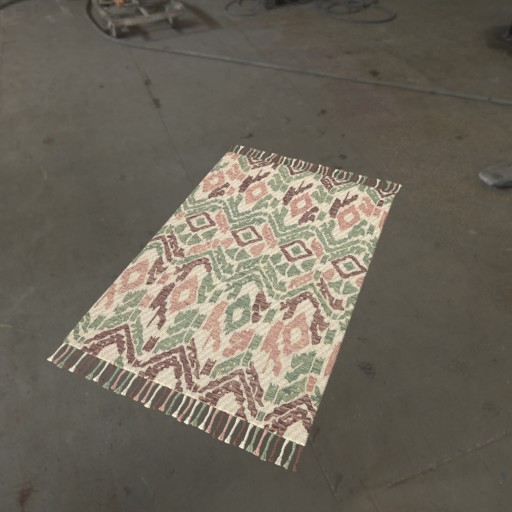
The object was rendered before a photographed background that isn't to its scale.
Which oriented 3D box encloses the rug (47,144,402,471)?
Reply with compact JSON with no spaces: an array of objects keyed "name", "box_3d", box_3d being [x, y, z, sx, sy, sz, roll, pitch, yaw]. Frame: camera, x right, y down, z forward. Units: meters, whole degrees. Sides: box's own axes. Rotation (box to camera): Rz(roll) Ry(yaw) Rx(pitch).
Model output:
[{"name":"rug","box_3d":[0.000,0.000,3.035,1.524,0.011,2.438,18,49,16]}]
